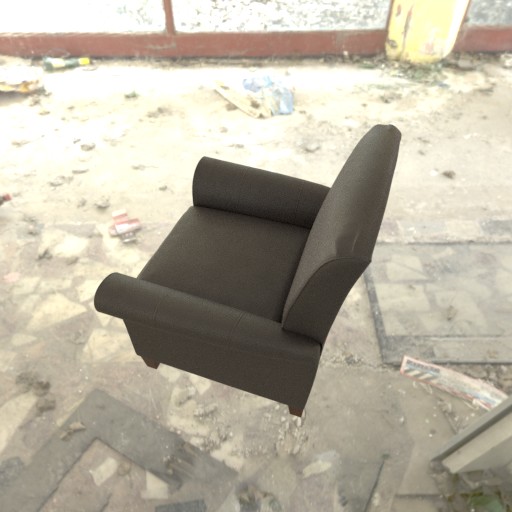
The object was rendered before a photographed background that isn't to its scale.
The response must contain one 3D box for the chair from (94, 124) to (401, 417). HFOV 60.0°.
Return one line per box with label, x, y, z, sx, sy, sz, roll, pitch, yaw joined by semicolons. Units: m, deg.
chair;0.000;0.000;1.831;0.902;1.061;0.978;14;47;14
